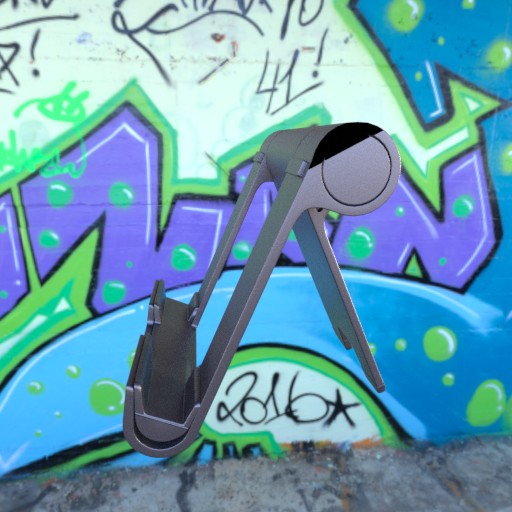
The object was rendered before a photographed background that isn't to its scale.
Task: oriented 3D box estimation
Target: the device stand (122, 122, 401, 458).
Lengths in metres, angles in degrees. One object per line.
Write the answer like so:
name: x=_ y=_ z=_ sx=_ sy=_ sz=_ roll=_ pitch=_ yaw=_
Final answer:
device stand: x=0.000 y=0.000 z=0.149 sx=0.079 sy=0.084 sz=0.088 roll=-2 pitch=15 yaw=-7
